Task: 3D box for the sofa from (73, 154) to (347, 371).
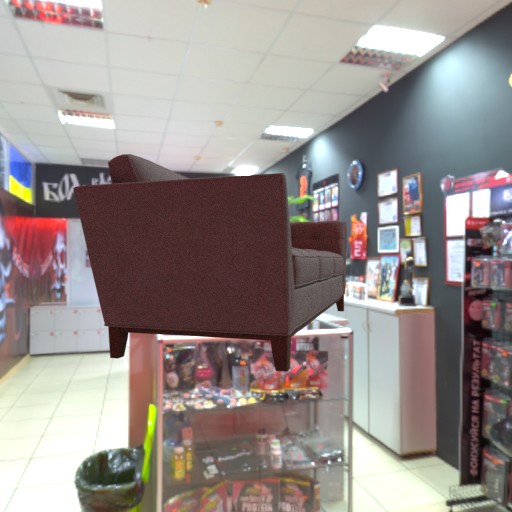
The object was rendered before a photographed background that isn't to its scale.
[{"bbox_3d":[0.000,0.000,2.949,0.965,0.940,2.387,0,0,17],"label":"sofa"}]
